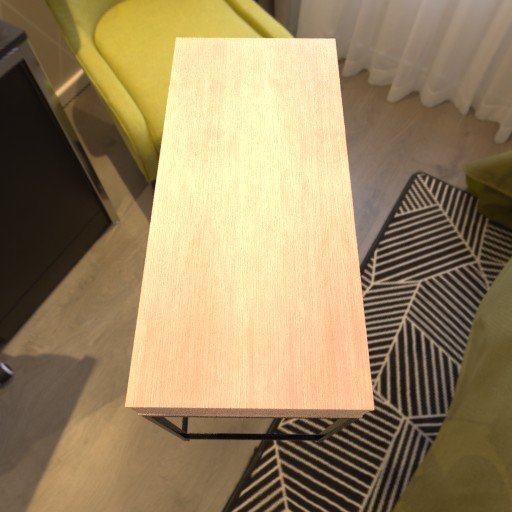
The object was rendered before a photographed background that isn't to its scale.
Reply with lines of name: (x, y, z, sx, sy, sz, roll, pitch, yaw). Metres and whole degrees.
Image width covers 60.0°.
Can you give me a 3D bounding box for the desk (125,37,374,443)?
desk: (0.000, 0.000, 1.381, 0.470, 0.762, 1.016, 1, 63, 0)
